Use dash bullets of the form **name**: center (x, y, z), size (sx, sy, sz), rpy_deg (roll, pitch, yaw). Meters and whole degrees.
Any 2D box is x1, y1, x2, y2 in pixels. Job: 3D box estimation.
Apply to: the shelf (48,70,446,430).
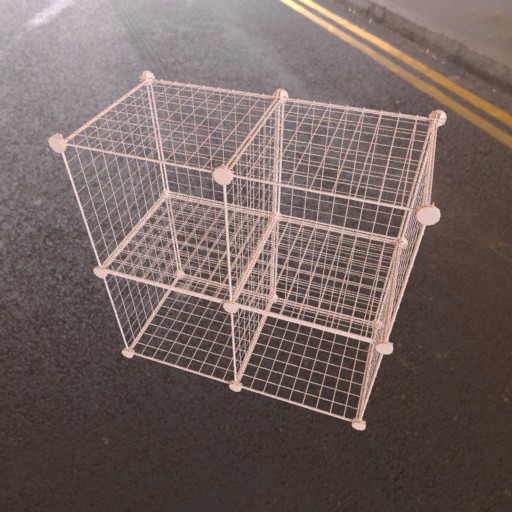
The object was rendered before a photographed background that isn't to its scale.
- **shelf**: center (0.000, 0.000, 1.111), size (0.711, 0.711, 0.356), rpy_deg (13, 44, 14)
